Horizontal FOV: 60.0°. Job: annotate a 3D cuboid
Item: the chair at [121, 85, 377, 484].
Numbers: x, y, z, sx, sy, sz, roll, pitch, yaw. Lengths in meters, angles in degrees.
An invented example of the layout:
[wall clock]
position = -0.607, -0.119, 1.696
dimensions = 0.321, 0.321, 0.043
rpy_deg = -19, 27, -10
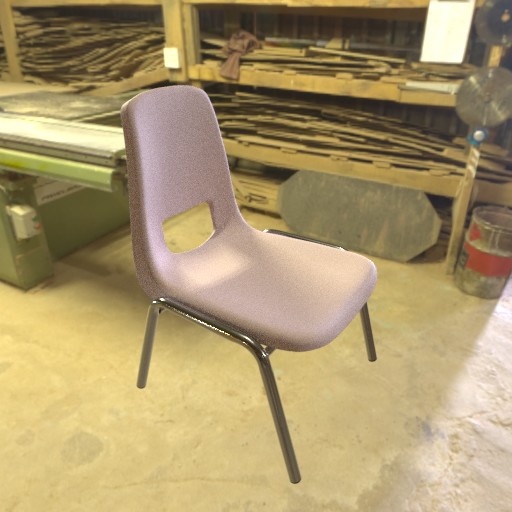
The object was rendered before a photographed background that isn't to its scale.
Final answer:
[chair]
position = 0.000, 0.000, 0.779
dimensions = 0.385, 0.537, 0.354
rpy_deg = 17, 32, 29
